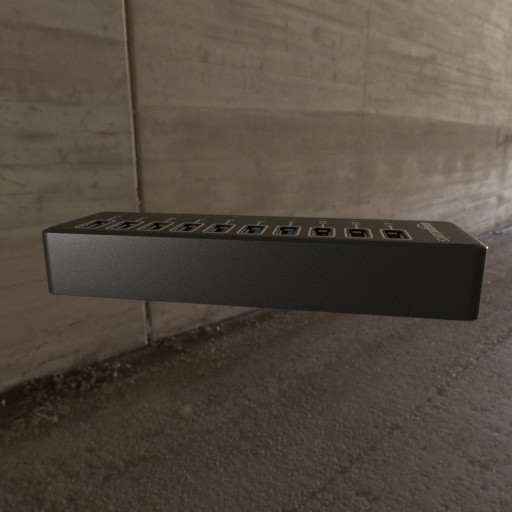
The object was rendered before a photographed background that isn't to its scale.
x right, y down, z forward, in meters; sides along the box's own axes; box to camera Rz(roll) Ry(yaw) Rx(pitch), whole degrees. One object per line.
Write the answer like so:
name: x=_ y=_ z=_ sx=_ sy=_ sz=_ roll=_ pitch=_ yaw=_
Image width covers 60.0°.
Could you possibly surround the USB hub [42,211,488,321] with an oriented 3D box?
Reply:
USB hub: x=0.000 y=0.000 z=0.162 sx=0.145 sy=0.023 sz=0.044 roll=3 pitch=15 yaw=10
